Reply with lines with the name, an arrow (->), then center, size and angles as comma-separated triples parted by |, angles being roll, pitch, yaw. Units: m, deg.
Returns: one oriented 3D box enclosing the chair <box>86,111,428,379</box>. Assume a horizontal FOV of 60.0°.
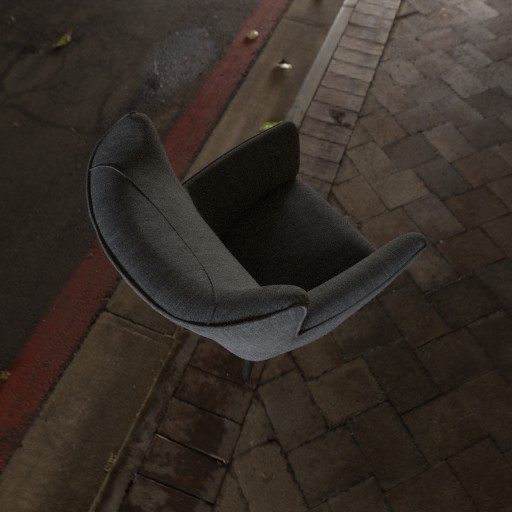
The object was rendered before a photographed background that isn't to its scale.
chair -> 0.000, 0.000, 1.574 | 0.888, 0.933, 0.781 | -33, 64, -18
